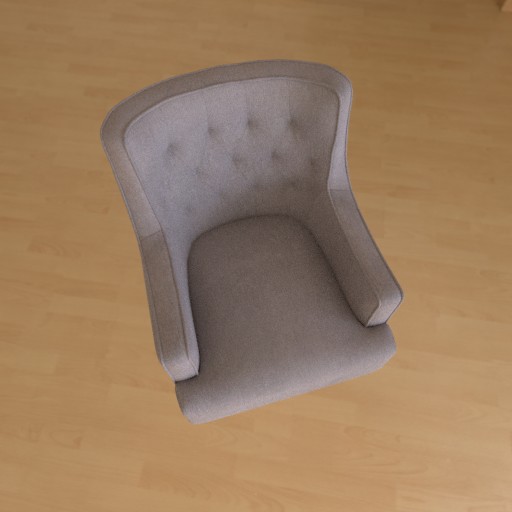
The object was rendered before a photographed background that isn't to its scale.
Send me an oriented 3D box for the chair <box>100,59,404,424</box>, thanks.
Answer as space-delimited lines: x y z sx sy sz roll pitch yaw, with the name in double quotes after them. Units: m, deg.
0.000 0.000 1.565 0.781 0.919 0.910 -14 63 -8 "chair"
